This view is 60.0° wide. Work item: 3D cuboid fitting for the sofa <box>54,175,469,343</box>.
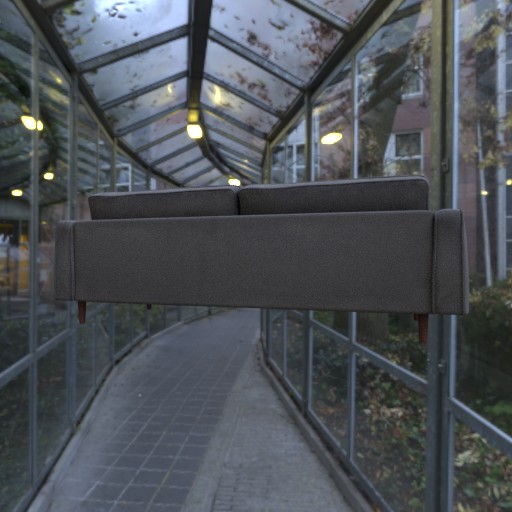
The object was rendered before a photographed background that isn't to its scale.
[{"bbox_3d":[0.000,0.000,2.729,2.295,0.813,0.923,0,0,18],"label":"sofa"}]
